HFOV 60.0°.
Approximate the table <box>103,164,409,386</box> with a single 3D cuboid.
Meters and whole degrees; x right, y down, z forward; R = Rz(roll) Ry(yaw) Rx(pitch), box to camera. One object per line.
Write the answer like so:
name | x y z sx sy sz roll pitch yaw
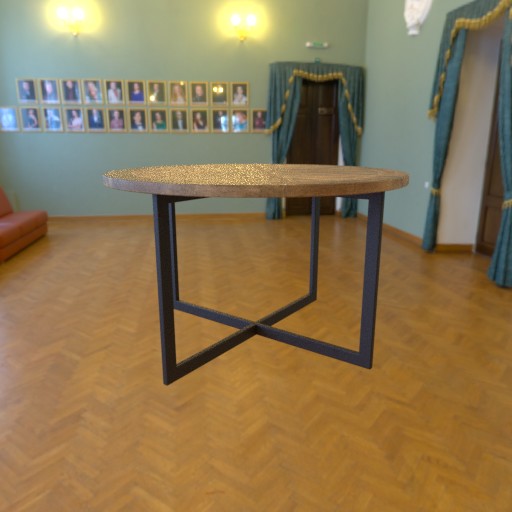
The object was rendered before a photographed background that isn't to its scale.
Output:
table | 0.000 0.000 2.020 1.264 0.762 1.264 0 15 0
